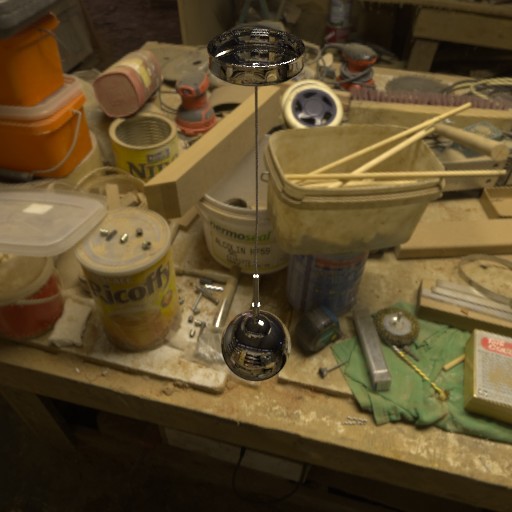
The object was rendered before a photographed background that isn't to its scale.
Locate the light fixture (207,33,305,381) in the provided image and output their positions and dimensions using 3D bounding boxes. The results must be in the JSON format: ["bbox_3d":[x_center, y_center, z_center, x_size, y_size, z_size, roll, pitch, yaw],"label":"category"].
[{"bbox_3d":[0.000,0.000,1.677,0.336,1.538,0.336,11,47,11],"label":"light fixture"}]
